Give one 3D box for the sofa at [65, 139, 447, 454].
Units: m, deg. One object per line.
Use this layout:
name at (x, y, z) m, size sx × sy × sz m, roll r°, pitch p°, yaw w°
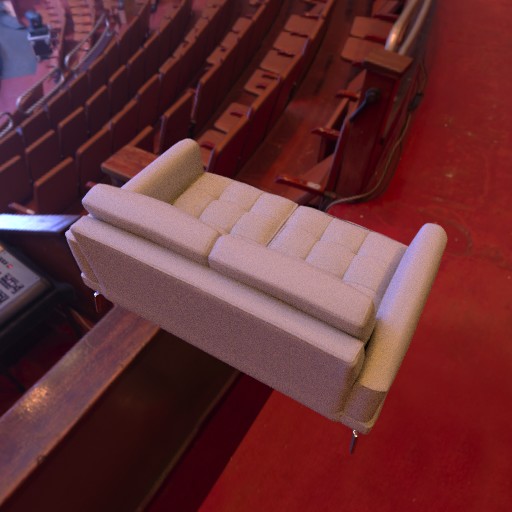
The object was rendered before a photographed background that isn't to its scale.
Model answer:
sofa at (0.000, 0.000, 2.468) m, size 1.819 × 0.930 × 1.121 m, roll 23°, pitch 52°, yaw 20°
